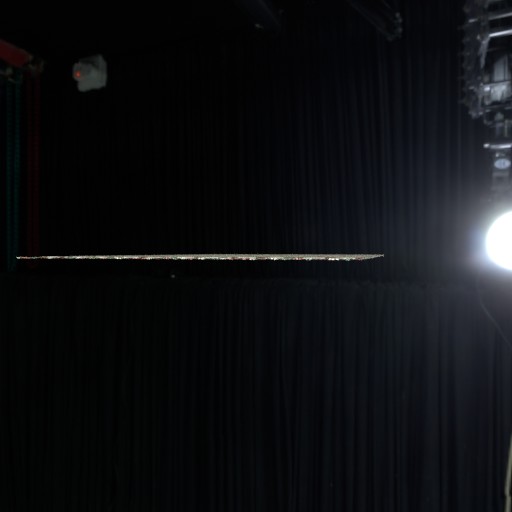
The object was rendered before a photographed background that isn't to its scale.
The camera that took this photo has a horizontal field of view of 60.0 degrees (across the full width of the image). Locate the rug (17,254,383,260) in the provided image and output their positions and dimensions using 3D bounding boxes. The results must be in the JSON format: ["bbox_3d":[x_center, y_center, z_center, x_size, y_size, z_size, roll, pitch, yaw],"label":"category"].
[{"bbox_3d":[0.000,0.000,2.263,1.219,0.008,1.829,0,1,18],"label":"rug"}]
